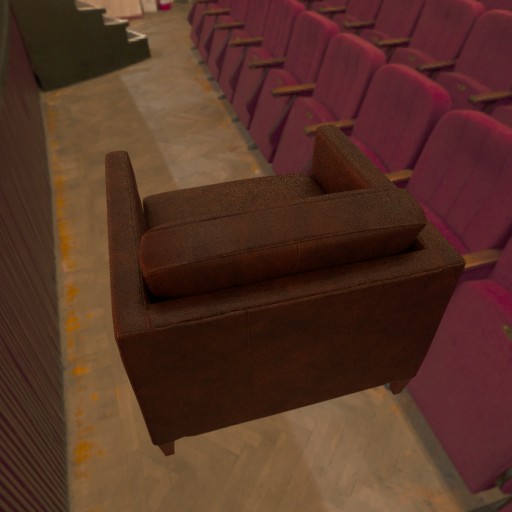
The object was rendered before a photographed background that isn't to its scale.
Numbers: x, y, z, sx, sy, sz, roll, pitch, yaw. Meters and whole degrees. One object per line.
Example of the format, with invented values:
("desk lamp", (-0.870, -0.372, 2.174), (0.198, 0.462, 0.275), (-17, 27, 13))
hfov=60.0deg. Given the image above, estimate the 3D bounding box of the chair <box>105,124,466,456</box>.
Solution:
("chair", (0.000, 0.000, 1.690), (0.990, 0.864, 0.975), (-11, 42, -12))
